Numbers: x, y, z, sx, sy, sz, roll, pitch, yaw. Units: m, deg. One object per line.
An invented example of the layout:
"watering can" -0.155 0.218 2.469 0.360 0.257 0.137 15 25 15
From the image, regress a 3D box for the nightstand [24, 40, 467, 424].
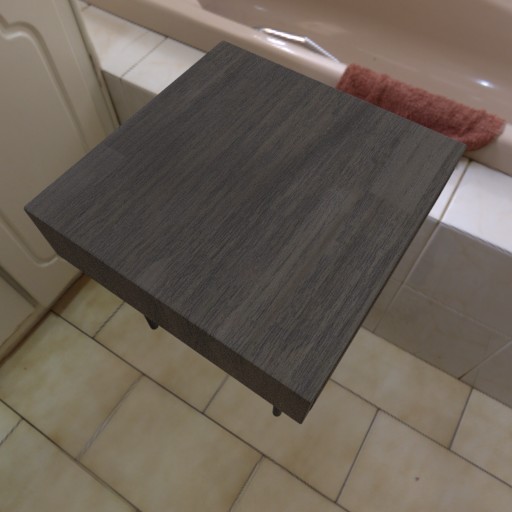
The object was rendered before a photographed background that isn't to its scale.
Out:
"nightstand" 0.000 0.000 0.907 0.503 0.497 0.502 31 64 17
